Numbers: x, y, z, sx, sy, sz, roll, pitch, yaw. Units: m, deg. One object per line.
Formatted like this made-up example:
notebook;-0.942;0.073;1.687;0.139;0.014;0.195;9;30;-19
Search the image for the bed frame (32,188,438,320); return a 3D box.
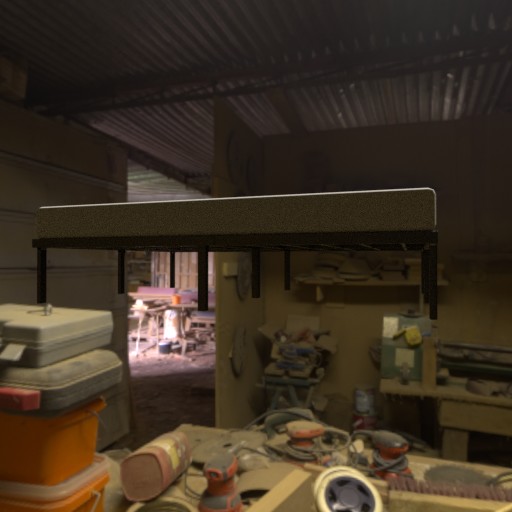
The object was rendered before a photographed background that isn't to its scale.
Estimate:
bed frame;0.000;0.000;3.594;2.635;0.680;1.990;0;-1;19
